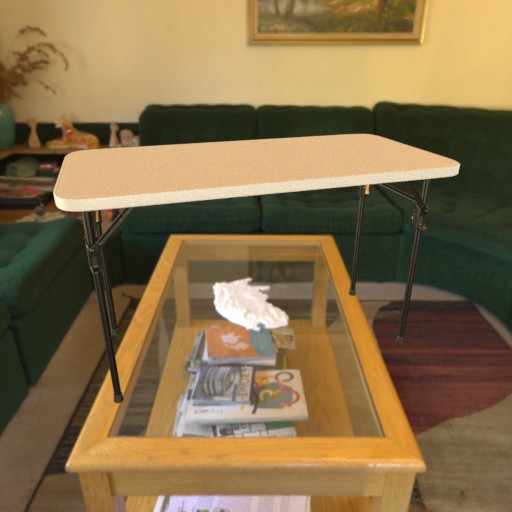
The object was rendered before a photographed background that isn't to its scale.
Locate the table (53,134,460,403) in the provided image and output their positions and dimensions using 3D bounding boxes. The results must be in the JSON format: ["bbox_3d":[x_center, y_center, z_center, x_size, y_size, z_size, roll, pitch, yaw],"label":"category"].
[{"bbox_3d":[0.000,0.000,1.635,1.219,0.729,0.610,-8,26,-16],"label":"table"}]
